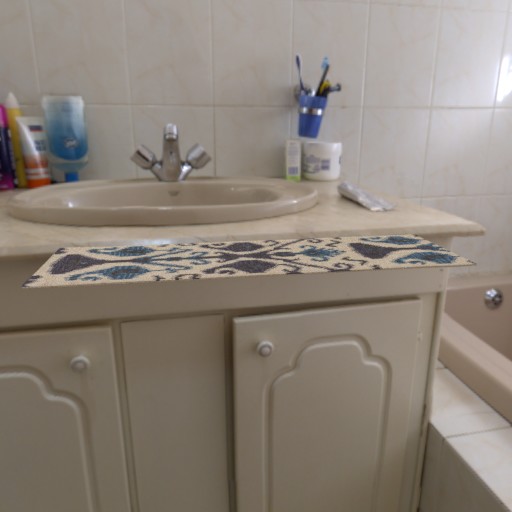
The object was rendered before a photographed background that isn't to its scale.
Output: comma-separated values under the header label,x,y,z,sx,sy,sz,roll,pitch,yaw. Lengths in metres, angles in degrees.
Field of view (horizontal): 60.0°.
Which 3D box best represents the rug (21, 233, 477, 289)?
label,x,y,z,sx,sy,sz,roll,pitch,yaw
rug,0.000,0.000,2.529,2.301,0.017,0.692,-3,17,-9
